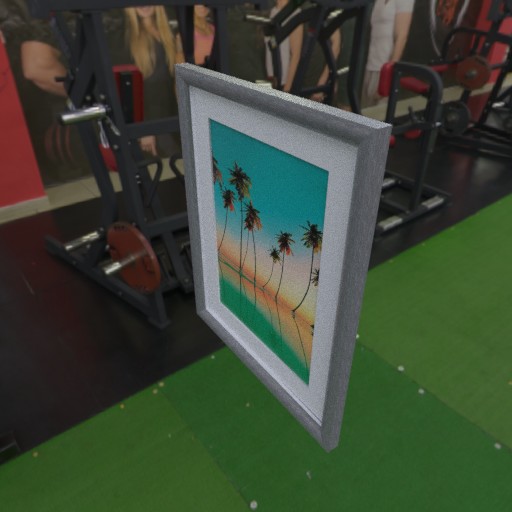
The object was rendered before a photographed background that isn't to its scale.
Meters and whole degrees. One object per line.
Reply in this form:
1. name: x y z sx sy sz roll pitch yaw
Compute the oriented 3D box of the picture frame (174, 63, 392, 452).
1. picture frame: 0.000 0.000 0.769 0.029 0.559 0.454 -22 39 -29
